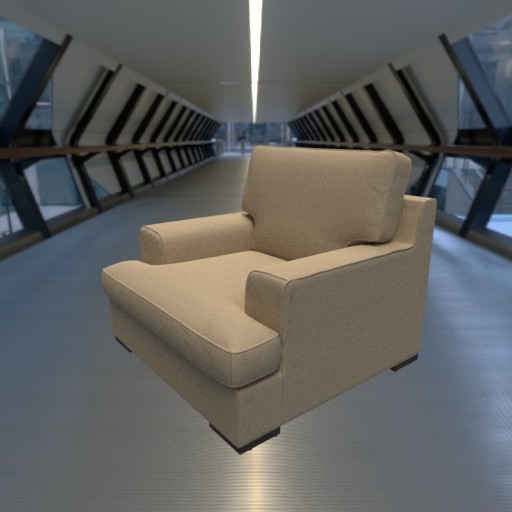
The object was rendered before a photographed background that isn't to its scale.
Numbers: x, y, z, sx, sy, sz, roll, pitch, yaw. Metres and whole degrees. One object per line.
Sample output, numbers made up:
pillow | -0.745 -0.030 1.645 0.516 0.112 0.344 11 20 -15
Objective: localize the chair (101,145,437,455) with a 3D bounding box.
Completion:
chair | 0.000 0.000 2.135 1.293 1.005 1.274 15 21 42
